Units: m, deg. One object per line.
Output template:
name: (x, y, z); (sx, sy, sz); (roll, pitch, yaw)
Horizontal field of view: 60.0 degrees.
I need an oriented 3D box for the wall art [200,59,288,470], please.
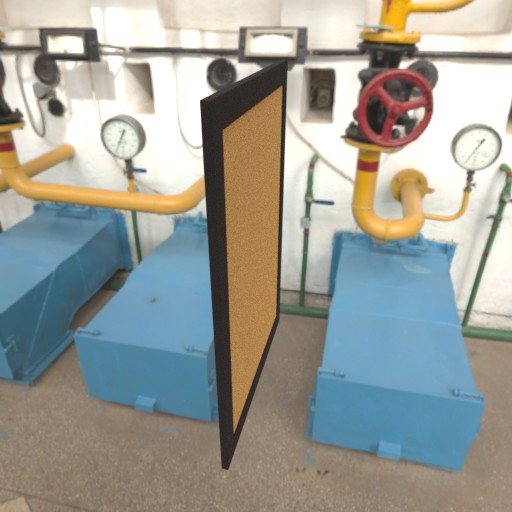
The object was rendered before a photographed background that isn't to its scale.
wall art: (0.000, 0.000, 0.691); (0.012, 0.529, 0.374); (7, 30, 12)
